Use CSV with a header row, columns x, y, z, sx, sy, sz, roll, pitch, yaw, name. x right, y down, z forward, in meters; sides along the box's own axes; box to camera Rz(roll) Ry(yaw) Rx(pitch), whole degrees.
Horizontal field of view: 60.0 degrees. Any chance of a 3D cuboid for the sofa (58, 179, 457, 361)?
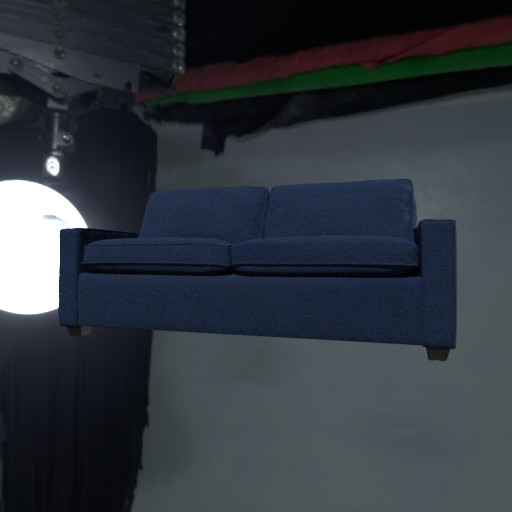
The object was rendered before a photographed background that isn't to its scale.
x,y,z,sx,sy,sz,roll,pitch,yaw,name
0.000,0.000,2.582,2.080,0.919,0.940,0,0,18,sofa
